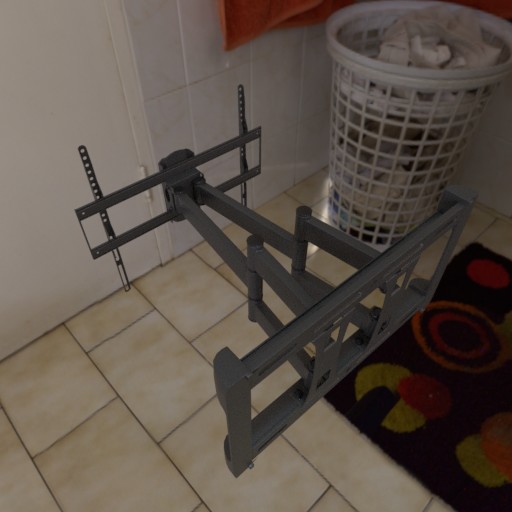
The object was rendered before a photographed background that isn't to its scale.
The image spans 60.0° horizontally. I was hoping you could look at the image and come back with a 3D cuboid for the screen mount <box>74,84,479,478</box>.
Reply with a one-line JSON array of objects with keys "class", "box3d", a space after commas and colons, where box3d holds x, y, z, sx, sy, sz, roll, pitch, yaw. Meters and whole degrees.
[{"class": "screen mount", "box3d": [0.000, 0.000, 0.920, 0.571, 0.424, 0.556, -32, 54, -27]}]
